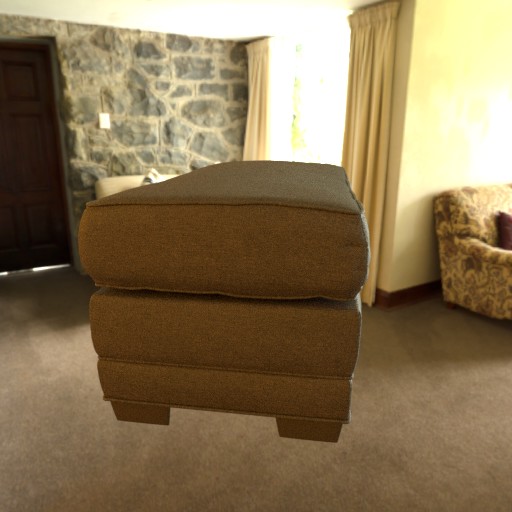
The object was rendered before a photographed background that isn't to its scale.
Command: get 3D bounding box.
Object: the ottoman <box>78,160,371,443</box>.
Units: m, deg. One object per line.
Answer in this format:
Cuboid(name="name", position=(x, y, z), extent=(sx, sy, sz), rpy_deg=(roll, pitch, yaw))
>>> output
Cuboid(name="ottoman", position=(0.000, 0.000, 1.135), extent=(0.490, 0.448, 0.864), rpy_deg=(2, 16, 8))
